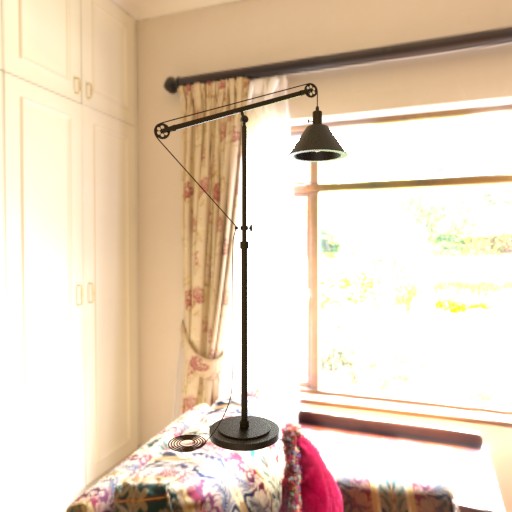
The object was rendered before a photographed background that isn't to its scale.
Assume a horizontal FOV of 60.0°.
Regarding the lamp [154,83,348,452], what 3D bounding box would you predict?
[{"bbox_3d":[0.000,0.000,2.014,0.904,1.626,0.319,0,1,-19],"label":"lamp"}]
